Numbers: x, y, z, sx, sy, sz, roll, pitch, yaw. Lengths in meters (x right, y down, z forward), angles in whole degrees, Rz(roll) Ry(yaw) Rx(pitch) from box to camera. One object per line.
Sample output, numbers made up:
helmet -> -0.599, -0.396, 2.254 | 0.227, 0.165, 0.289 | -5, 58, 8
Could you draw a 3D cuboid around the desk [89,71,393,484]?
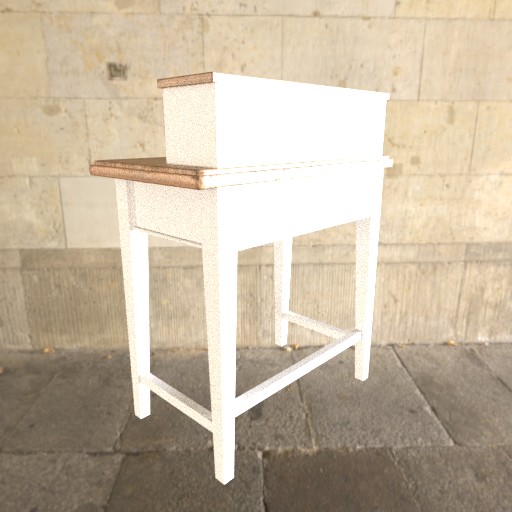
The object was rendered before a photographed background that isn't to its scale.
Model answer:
desk -> 0.000, 0.000, 1.397 | 0.462, 0.981, 0.814 | 15, 21, 42
